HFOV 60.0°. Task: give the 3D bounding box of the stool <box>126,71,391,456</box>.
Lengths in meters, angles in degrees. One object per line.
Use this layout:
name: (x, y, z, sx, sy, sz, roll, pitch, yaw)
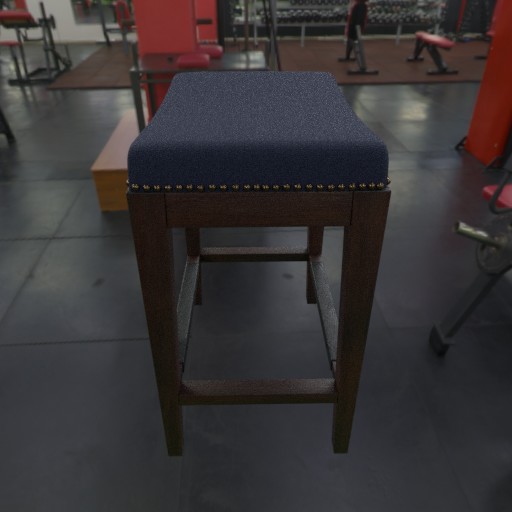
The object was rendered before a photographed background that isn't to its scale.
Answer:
stool: (0.000, 0.000, 0.925, 0.361, 0.642, 0.500, -1, 34, -1)
